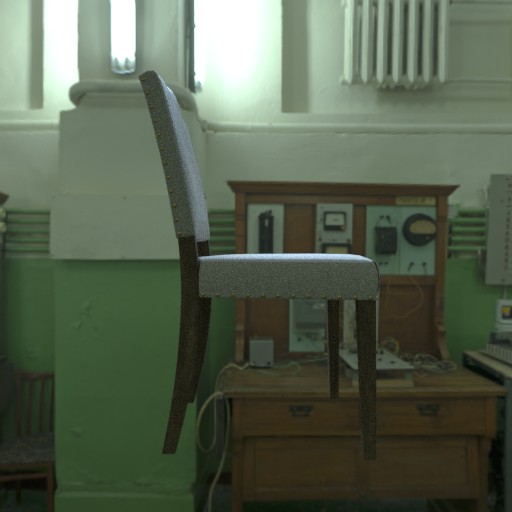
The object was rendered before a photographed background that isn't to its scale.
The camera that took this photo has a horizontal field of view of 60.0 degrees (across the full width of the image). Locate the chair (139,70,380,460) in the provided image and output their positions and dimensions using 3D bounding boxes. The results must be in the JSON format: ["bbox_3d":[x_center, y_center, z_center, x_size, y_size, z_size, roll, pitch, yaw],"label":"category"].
[{"bbox_3d":[0.000,0.000,1.352,0.620,1.020,0.508,0,0,-1],"label":"chair"}]
